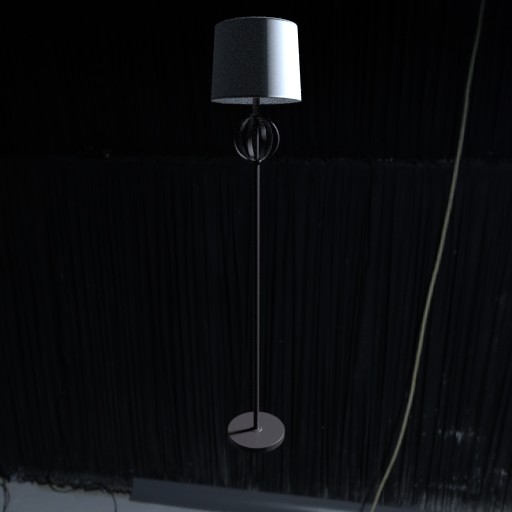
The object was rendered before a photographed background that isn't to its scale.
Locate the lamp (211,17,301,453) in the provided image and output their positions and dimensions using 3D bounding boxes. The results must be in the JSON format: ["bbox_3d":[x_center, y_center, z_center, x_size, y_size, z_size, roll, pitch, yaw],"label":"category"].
[{"bbox_3d":[0.000,0.000,1.561,0.286,1.462,0.286,3,16,9],"label":"lamp"}]
